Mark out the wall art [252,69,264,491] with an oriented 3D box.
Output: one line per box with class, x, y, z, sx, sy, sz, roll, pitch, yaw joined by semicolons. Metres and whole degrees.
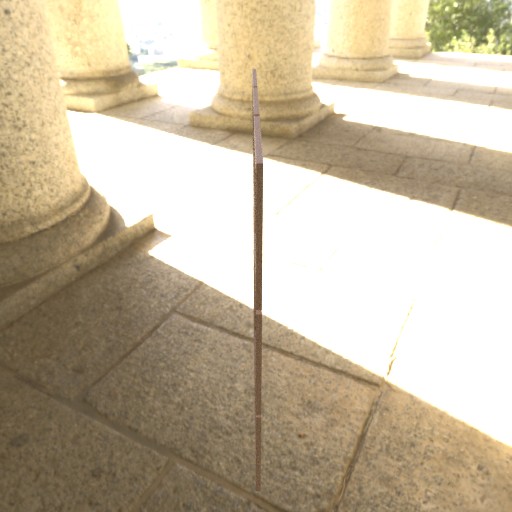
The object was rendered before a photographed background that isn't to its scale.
wall art;0.000;0.000;1.771;0.016;1.207;1.217;0;32;-1
